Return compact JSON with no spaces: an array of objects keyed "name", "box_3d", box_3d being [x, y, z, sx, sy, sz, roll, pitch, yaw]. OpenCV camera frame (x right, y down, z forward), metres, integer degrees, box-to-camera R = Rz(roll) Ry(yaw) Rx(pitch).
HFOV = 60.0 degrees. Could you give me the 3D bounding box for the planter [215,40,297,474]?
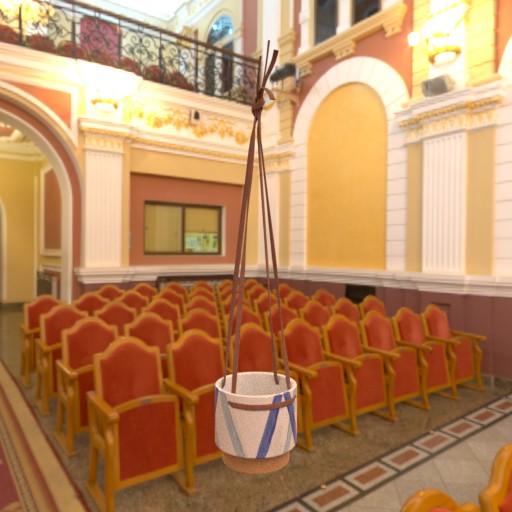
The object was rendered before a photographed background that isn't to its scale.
[{"name":"planter","box_3d":[0.000,0.000,0.822,0.153,0.753,0.157,-1,1,-36]}]
